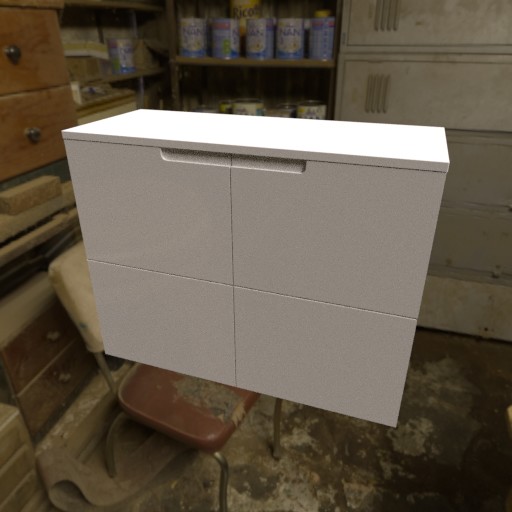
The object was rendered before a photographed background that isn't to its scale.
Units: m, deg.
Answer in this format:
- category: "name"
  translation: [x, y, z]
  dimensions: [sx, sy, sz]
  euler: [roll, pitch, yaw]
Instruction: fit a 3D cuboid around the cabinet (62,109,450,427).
- category: "cabinet"
  translation: [0.000, 0.000, 1.427]
  dimensions: [1.000, 0.800, 0.400]
  euler: [9, 28, 17]
